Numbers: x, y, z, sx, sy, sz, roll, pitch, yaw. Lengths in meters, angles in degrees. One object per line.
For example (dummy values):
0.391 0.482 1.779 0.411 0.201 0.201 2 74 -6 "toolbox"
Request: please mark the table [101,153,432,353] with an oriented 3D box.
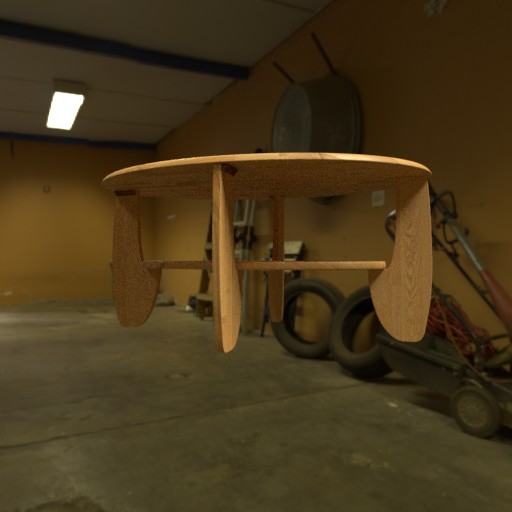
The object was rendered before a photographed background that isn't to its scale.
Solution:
0.000 0.000 1.405 1.040 0.490 0.690 0 0 17 "table"
